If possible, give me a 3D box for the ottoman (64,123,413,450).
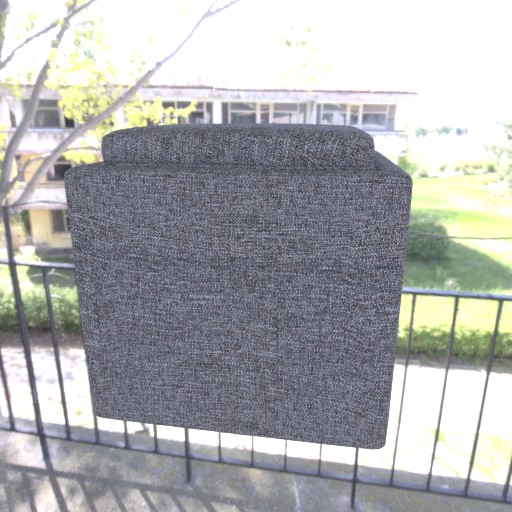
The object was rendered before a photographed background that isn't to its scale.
[{"bbox_3d":[0.000,0.000,0.803,0.450,0.460,0.450,3,17,9],"label":"ottoman"}]
